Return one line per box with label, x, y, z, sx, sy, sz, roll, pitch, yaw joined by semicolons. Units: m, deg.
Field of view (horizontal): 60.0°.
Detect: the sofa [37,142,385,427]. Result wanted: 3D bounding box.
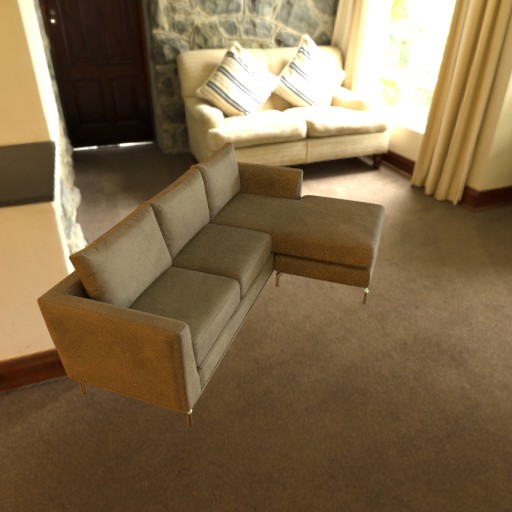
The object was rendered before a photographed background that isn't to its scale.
sofa;0.000;0.000;3.222;1.622;0.987;2.438;10;32;17
